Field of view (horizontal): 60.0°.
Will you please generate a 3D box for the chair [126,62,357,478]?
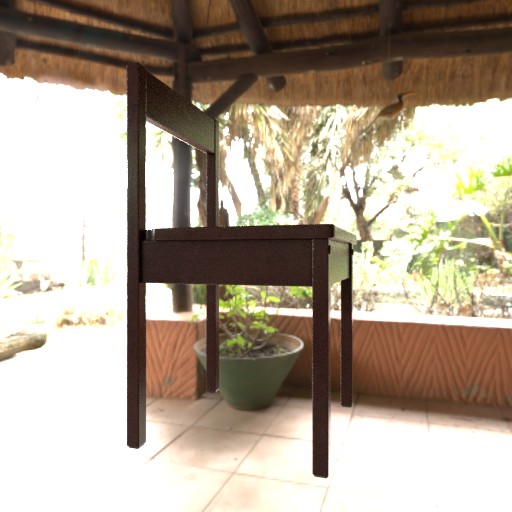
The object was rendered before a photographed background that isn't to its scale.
[{"bbox_3d":[0.000,0.000,0.882,0.361,0.668,0.367,0,0,18],"label":"chair"}]
